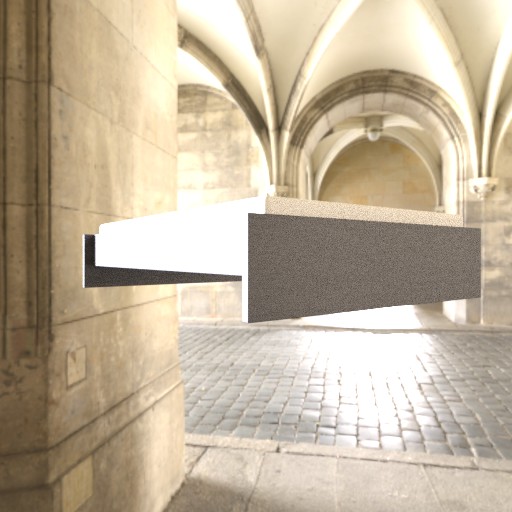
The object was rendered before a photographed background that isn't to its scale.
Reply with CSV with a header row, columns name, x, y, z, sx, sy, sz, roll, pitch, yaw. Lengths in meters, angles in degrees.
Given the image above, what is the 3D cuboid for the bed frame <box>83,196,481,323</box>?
name,x,y,z,sx,sy,sz,roll,pitch,yaw
bed frame,0.000,0.000,2.666,1.490,0.432,1.950,0,0,-36
